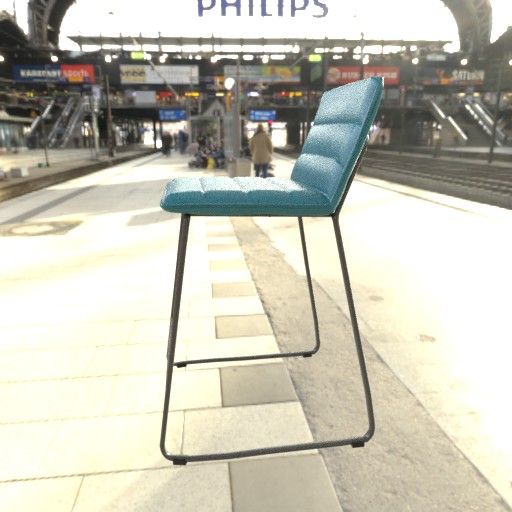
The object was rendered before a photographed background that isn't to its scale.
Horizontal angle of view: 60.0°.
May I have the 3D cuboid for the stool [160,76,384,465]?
[{"bbox_3d":[0.000,0.000,1.177,0.524,0.866,0.489,-2,15,-9],"label":"stool"}]
